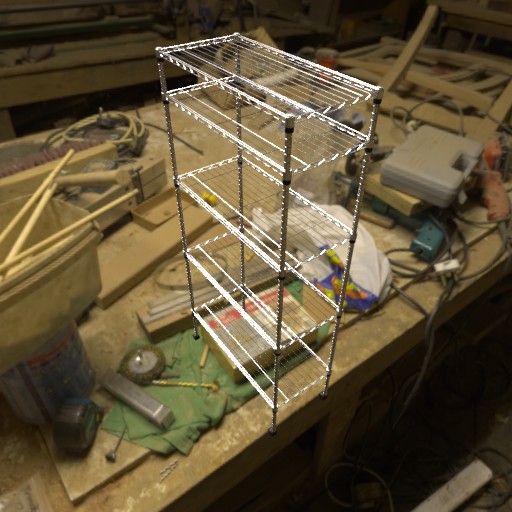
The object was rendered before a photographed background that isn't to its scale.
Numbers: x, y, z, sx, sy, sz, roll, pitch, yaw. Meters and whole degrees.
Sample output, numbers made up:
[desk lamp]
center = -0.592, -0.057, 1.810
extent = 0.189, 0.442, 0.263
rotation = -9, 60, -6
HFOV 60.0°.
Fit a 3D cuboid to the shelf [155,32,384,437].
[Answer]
[shelf]
center = 0.000, 0.000, 1.915
extent = 0.356, 1.587, 0.762
rotation = -25, 46, -27
